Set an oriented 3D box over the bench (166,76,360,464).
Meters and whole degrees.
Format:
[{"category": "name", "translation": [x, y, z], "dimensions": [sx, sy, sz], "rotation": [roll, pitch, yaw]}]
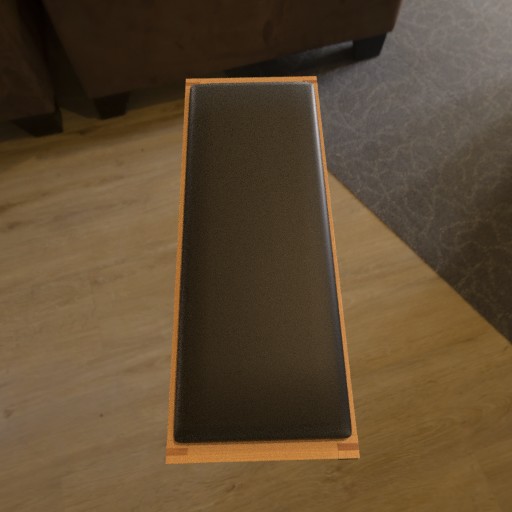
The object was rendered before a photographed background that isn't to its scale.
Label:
[{"category": "bench", "translation": [0.000, 0.000, 1.427], "dimensions": [0.450, 0.430, 1.202], "rotation": [-1, 65, -1]}]
